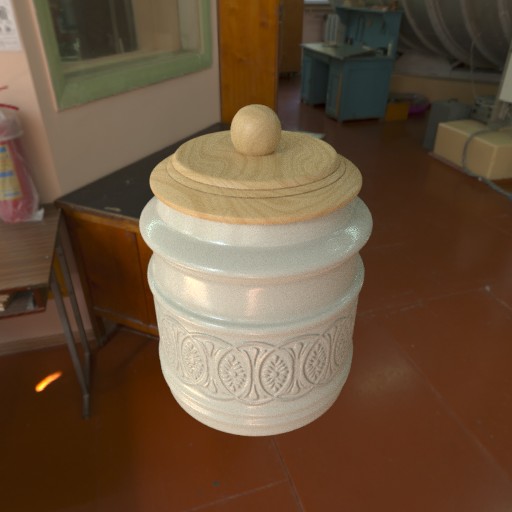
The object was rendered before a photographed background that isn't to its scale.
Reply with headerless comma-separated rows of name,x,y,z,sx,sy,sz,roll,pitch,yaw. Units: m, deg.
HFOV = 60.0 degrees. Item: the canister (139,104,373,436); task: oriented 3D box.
canister,0.000,0.000,0.268,0.130,0.176,0.130,0,32,0
